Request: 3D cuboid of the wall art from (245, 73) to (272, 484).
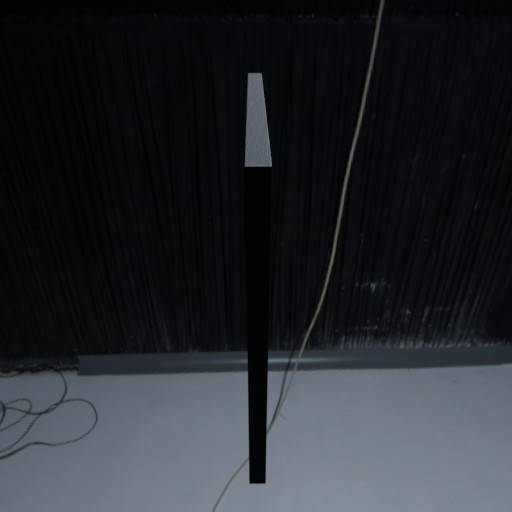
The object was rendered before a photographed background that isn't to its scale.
[{"bbox_3d":[0.000,0.000,1.143,0.037,0.761,0.761,0,32,0],"label":"wall art"}]
